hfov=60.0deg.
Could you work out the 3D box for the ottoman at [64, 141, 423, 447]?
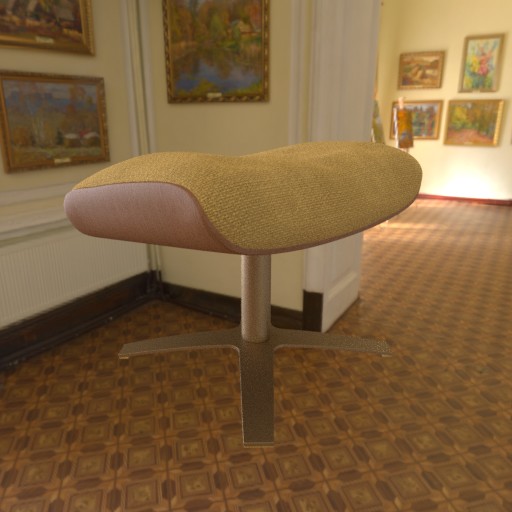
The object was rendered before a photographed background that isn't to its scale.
[{"bbox_3d":[0.000,0.000,0.798,0.394,0.391,0.520,16,24,42],"label":"ottoman"}]
